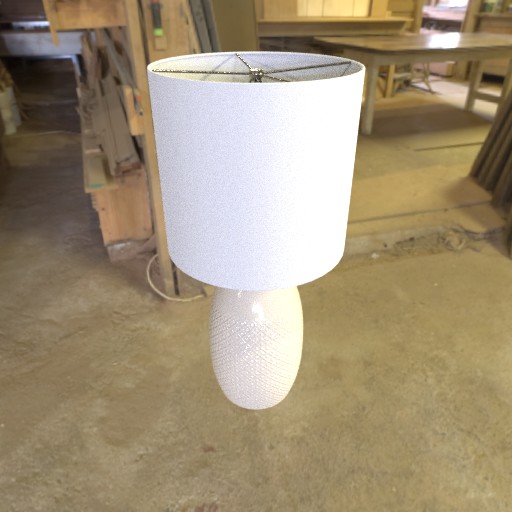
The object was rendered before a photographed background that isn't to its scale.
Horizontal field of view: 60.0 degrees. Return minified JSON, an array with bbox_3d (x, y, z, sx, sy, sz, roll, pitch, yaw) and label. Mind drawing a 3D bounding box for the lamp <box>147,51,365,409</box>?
[{"bbox_3d":[0.000,0.000,0.565,0.217,0.453,0.217,-8,32,-13],"label":"lamp"}]
